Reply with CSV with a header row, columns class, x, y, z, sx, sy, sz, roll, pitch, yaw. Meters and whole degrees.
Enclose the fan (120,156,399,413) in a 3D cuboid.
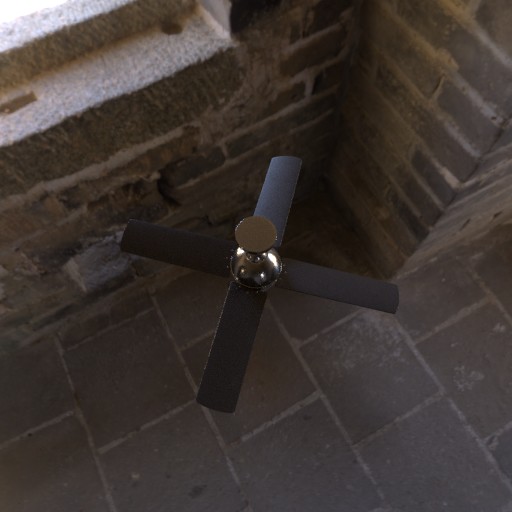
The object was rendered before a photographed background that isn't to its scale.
class,x,y,z,sx,sy,sz,roll,pitch,yaw
fan,0.000,0.000,1.985,1.332,0.403,1.332,13,64,7
